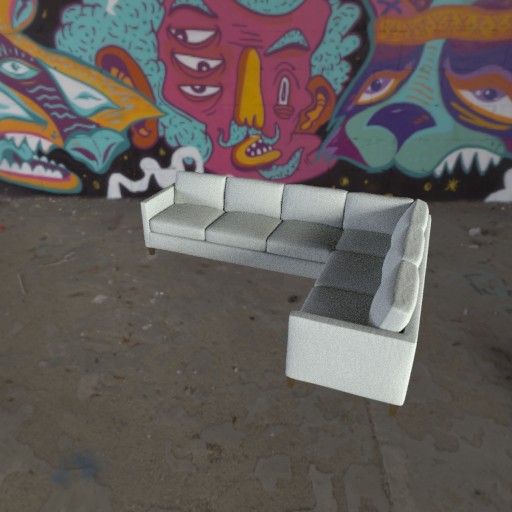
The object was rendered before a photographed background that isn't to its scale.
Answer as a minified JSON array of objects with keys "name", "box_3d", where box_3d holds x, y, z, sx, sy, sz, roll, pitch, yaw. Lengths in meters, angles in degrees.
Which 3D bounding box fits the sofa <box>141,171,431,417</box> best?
[{"name":"sofa","box_3d":[0.000,0.000,4.664,3.333,0.934,2.522,10,30,19]}]
